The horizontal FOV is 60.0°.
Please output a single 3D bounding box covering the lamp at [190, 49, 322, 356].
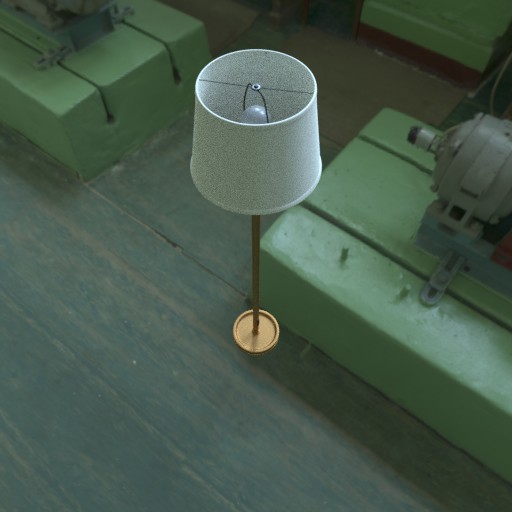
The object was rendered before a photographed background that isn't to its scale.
[{"bbox_3d":[0.000,0.000,0.798,0.178,0.710,0.178,0,57,0],"label":"lamp"}]
